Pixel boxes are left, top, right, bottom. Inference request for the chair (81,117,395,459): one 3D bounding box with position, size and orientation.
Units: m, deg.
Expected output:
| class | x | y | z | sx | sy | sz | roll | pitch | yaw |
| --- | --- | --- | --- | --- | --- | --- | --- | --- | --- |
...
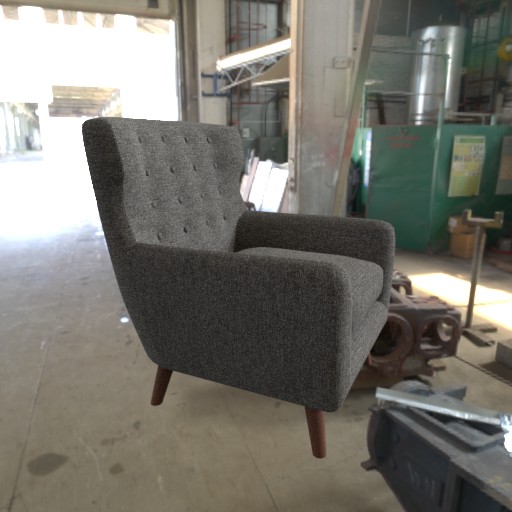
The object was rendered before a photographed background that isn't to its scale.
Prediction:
| class | x | y | z | sx | sy | sz | roll | pitch | yaw |
| --- | --- | --- | --- | --- | --- | --- | --- | --- | --- |
| chair | 0.000 | 0.000 | 1.734 | 0.940 | 1.039 | 0.889 | 7 | 16 | 25 |
